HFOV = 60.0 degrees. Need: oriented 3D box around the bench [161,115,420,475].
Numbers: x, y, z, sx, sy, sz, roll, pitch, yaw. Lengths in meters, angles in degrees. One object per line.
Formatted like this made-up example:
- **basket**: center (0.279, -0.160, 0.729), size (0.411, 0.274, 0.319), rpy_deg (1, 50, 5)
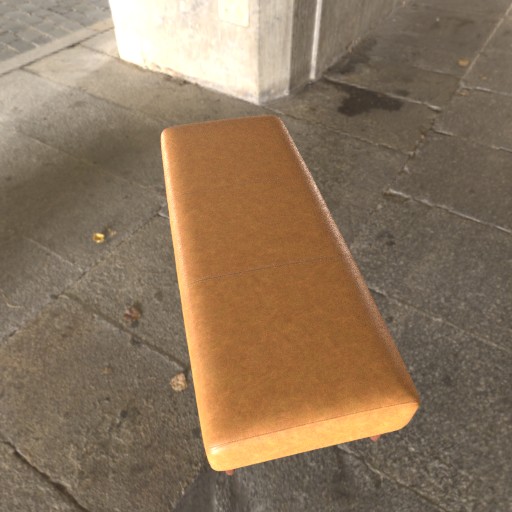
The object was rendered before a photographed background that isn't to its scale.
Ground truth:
- **bench**: center (0.000, 0.000, 1.848), size (0.653, 0.399, 1.610), rpy_deg (-9, 48, -9)
